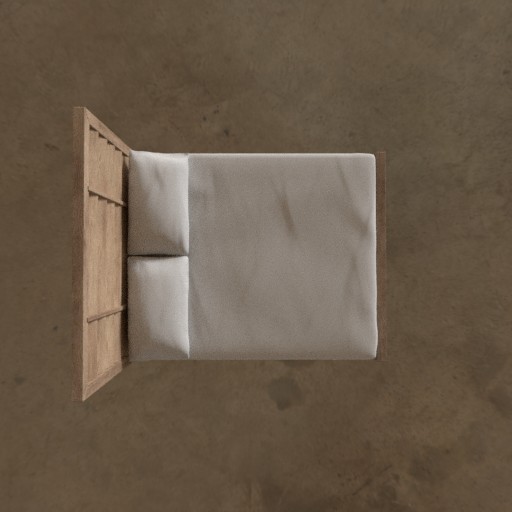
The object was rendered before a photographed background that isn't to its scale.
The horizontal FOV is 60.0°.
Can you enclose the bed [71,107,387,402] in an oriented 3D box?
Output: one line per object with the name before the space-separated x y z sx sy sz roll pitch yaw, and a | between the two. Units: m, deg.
bed | 0.000 0.000 3.235 2.017 1.631 1.615 0 89 0
